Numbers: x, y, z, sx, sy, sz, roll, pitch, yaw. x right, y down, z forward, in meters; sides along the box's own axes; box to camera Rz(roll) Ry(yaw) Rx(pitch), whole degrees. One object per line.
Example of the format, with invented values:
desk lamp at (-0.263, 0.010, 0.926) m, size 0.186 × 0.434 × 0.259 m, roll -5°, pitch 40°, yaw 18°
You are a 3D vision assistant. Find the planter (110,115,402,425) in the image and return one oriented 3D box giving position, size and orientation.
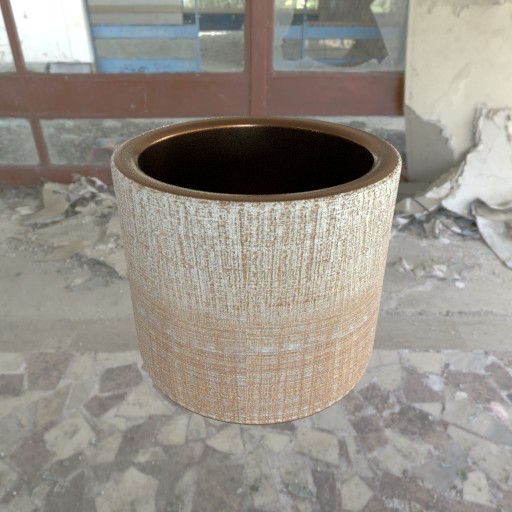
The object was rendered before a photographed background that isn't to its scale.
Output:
planter at (0.000, 0.000, 0.192) m, size 0.109 × 0.096 × 0.109 m, roll 0°, pitch 30°, yaw 0°
